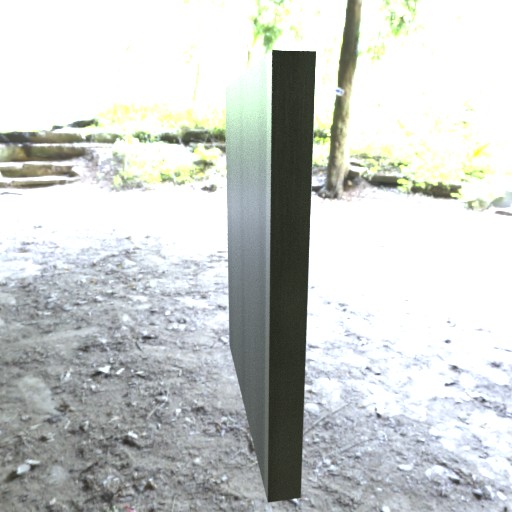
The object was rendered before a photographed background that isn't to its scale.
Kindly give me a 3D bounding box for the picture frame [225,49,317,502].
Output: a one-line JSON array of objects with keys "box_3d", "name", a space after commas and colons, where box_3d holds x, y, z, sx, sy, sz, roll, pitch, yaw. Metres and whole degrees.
[{"box_3d": [0.000, 0.000, 0.730, 0.046, 0.555, 0.449, -3, 17, -9], "name": "picture frame"}]
